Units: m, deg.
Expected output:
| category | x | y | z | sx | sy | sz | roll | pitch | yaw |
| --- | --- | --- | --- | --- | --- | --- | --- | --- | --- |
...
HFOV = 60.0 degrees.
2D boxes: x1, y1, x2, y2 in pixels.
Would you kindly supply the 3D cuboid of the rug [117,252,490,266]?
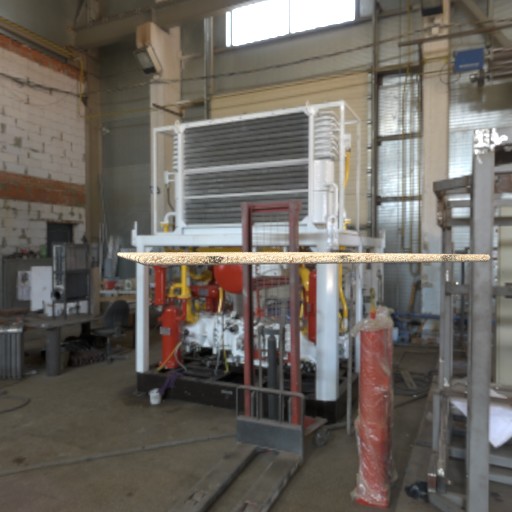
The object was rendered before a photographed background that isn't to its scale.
| category | x | y | z | sx | sy | sz | roll | pitch | yaw |
| --- | --- | --- | --- | --- | --- | --- | --- | --- | --- |
| rug | 0.000 | 0.000 | 2.111 | 1.200 | 0.025 | 1.600 | 0 | 1 | -20 |
